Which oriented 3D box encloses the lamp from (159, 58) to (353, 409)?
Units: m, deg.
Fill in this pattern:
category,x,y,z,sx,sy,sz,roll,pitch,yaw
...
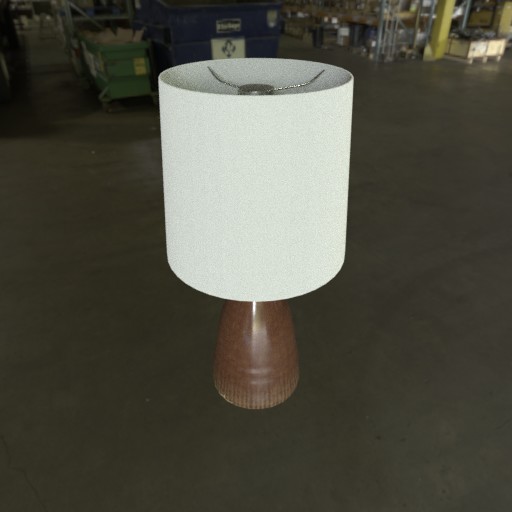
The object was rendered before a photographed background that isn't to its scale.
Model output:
category,x,y,z,sx,sy,sz,roll,pitch,yaw
lamp,0.000,0.000,0.478,0.186,0.369,0.186,0,33,0
